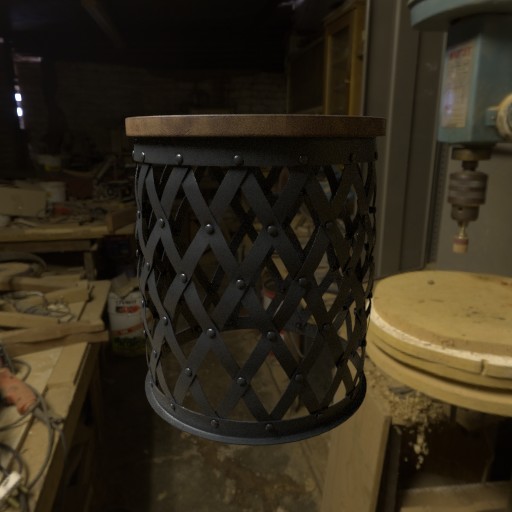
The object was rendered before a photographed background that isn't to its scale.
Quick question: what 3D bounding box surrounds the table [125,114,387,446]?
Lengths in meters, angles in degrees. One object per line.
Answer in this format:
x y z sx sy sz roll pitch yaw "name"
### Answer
0.000 0.000 0.772 0.405 0.454 0.405 0 15 0 "table"
